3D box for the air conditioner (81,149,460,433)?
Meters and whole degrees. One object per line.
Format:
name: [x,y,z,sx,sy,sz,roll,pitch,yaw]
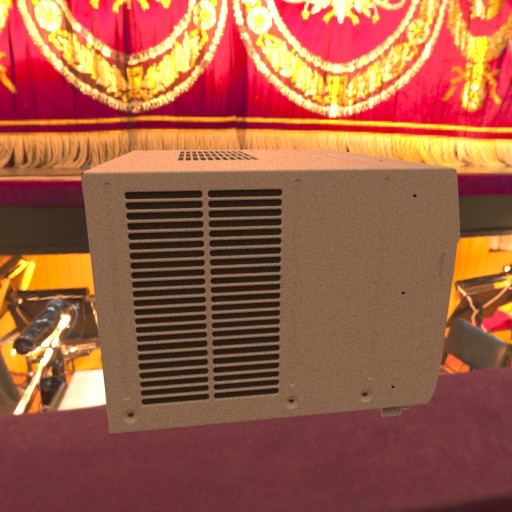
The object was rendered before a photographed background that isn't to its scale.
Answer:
air conditioner: [0.000,0.000,1.034,0.599,0.455,0.645,-2,16,-8]
